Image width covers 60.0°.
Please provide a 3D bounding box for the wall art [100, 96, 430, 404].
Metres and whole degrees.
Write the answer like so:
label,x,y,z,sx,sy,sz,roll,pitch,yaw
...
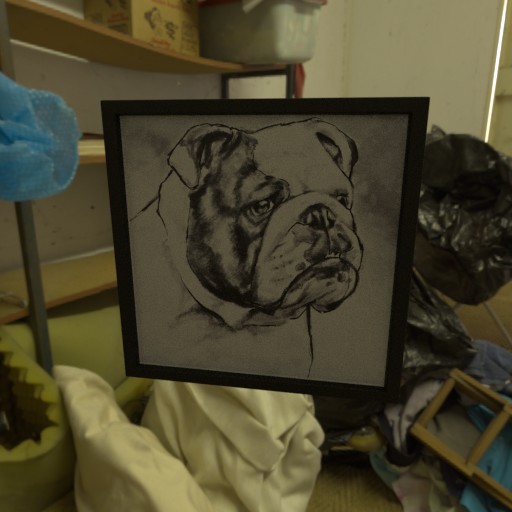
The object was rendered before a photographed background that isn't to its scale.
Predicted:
label,x,y,z,sx,sy,sz,roll,pitch,yaw
wall art,0.000,0.000,0.677,0.456,0.453,0.022,3,16,10
